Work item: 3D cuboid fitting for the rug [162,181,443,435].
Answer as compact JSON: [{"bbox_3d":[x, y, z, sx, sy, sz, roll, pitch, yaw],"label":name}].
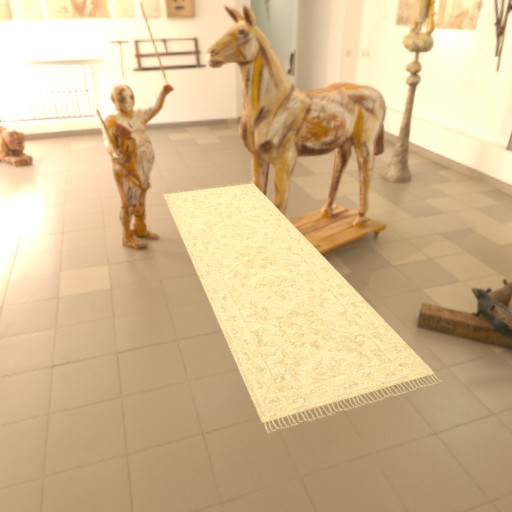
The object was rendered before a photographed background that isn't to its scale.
[{"bbox_3d":[0.000,0.000,2.803,0.795,0.015,2.544,-10,31,-16],"label":"rug"}]
